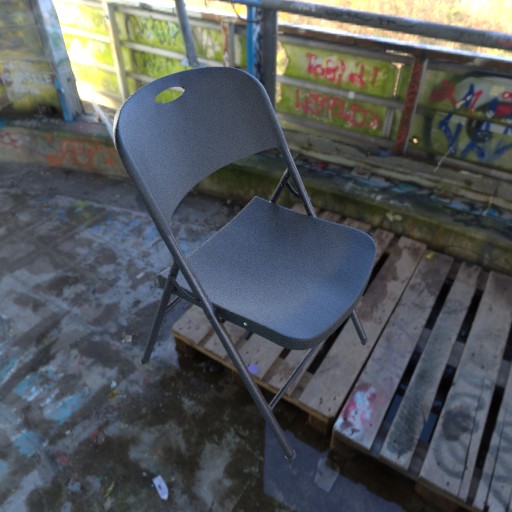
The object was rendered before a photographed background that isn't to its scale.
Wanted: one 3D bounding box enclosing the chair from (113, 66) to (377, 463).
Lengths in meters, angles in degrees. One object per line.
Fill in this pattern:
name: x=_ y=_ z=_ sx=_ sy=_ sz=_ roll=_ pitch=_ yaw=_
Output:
chair: x=0.000 y=0.000 z=1.162 sx=0.567 sy=0.810 sz=0.494 roll=24 pitch=46 yaw=25
